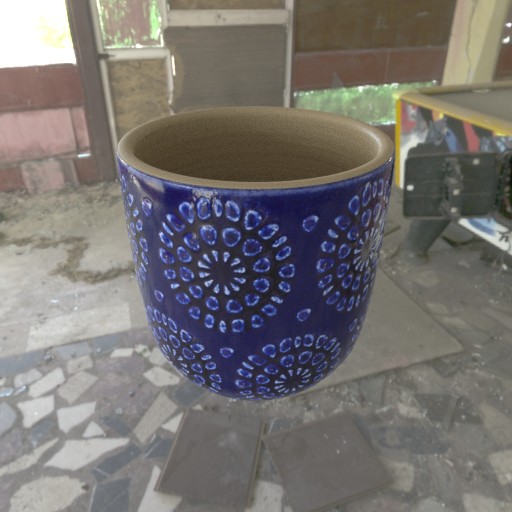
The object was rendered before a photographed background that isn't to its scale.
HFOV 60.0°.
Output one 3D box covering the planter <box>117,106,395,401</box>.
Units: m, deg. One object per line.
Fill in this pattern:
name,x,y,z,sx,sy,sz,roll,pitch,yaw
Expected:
planter,0.000,0.000,0.205,0.109,0.112,0.109,0,31,0
